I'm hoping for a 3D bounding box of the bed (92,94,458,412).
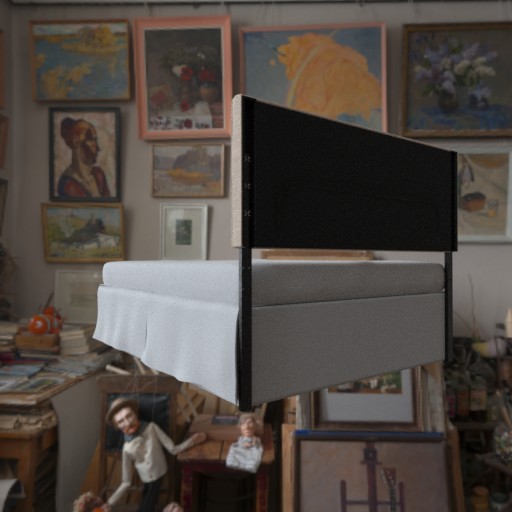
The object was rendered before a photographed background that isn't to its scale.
[{"bbox_3d":[0.000,0.000,3.004,1.643,1.270,1.978,0,-1,-36],"label":"bed"}]
